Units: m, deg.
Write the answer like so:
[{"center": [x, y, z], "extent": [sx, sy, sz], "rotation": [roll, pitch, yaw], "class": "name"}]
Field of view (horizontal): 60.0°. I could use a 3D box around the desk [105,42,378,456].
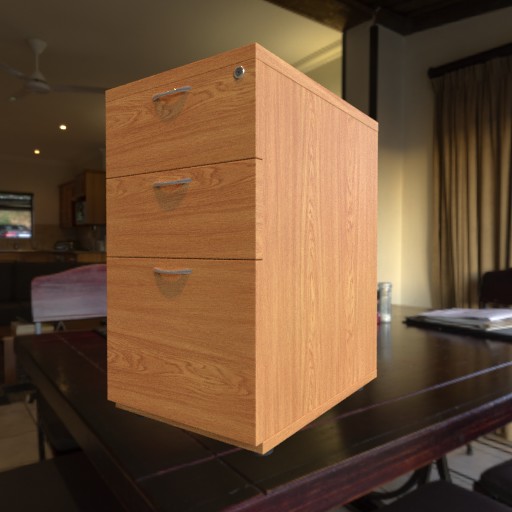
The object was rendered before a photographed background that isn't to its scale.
[{"center": [0.000, 0.000, 1.101], "extent": [0.404, 0.730, 0.600], "rotation": [1, 1, 35], "class": "desk"}]
